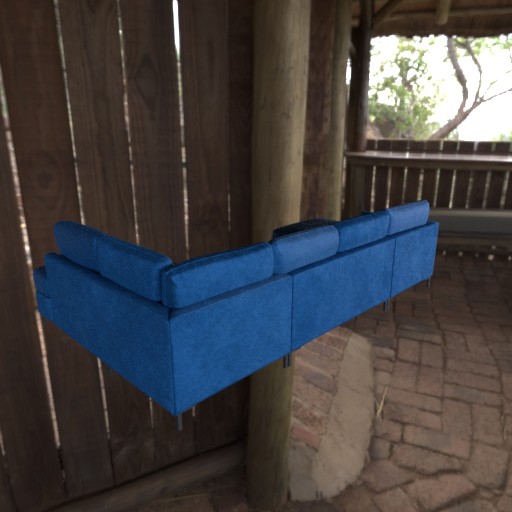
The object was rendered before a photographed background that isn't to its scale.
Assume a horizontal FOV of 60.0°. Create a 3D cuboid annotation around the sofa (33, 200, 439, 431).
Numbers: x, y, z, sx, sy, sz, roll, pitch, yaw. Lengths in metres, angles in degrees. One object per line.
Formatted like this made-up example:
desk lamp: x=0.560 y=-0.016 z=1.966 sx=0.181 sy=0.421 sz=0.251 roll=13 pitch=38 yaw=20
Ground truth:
sofa: x=0.000 y=0.000 z=4.268 sx=2.055 sy=0.992 sz=3.434 roll=16 pitch=23 yaw=42
